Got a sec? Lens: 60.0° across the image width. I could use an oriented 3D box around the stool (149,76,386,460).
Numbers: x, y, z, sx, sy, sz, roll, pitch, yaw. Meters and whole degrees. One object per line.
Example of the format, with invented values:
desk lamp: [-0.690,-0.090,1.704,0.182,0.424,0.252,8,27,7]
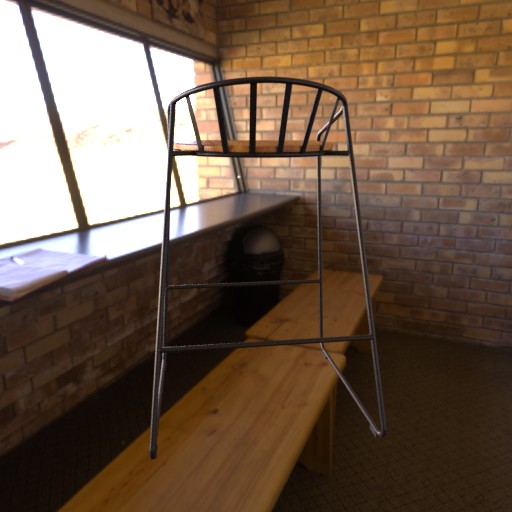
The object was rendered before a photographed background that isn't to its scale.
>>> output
stool: [0.000,0.000,1.152,0.546,0.812,0.521,-2,14,-8]
